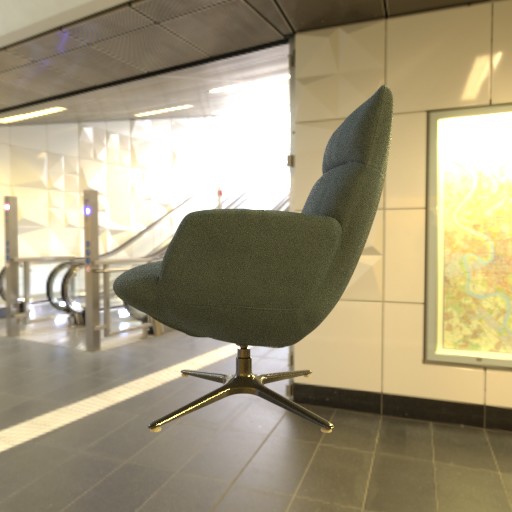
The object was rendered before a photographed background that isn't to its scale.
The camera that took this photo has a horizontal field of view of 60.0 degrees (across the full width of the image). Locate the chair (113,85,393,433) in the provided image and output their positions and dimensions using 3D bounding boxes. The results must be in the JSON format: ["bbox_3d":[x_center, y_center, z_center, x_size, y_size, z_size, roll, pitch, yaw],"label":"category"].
[{"bbox_3d":[0.000,0.000,1.558,0.889,1.016,0.711,0,2,0],"label":"chair"}]
